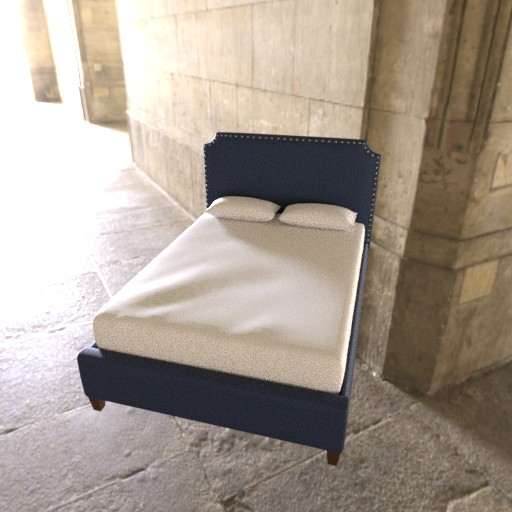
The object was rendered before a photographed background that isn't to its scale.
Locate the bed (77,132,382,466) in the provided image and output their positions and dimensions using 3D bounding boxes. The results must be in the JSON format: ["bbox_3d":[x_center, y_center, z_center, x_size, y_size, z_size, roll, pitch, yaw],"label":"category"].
[{"bbox_3d":[0.000,0.000,3.468,1.712,1.443,2.372,7,27,14],"label":"bed"}]
